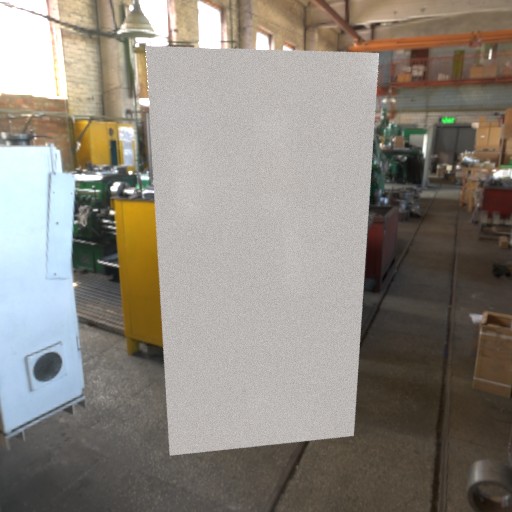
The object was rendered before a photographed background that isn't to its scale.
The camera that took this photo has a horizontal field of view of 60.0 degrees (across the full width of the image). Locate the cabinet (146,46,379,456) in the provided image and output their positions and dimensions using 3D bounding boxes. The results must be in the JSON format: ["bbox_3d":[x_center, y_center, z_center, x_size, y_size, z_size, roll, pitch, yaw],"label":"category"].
[{"bbox_3d":[0.000,0.000,2.357,0.980,1.920,0.580,-2,15,-9],"label":"cabinet"}]
